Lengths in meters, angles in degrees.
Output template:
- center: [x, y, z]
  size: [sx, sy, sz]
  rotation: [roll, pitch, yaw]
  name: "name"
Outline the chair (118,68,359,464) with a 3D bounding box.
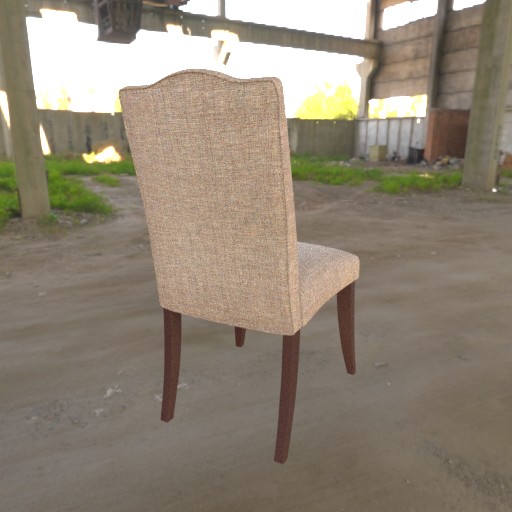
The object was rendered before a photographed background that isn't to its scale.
- center: [0.000, 0.000, 1.384]
  size: [0.513, 1.016, 0.660]
  rotation: [8, 17, 26]
  name: "chair"
